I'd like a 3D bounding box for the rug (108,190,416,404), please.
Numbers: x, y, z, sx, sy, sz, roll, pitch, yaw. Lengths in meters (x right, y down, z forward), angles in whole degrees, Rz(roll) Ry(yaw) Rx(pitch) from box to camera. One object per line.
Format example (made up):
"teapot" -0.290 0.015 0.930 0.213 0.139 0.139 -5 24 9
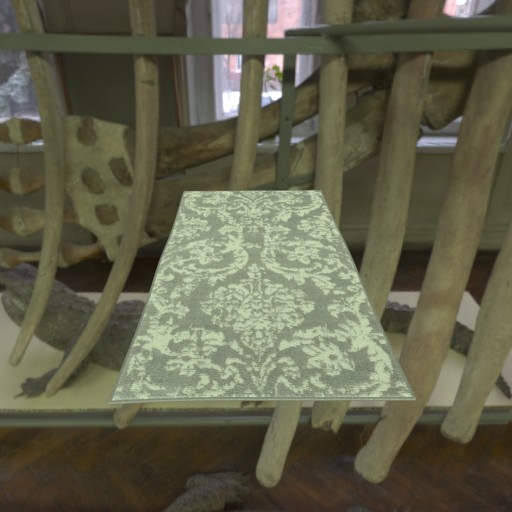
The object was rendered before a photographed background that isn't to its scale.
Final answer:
"rug" 0.000 0.000 1.402 0.604 0.007 1.219 -1 28 -1
